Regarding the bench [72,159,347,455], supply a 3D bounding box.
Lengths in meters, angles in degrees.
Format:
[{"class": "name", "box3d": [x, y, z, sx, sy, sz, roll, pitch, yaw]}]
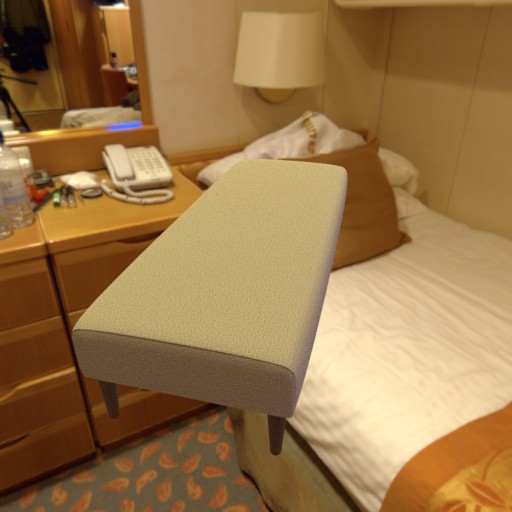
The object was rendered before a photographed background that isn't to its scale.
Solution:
[{"class": "bench", "box3d": [0.000, 0.000, 1.861, 0.646, 0.393, 1.609, 7, 29, 13]}]
